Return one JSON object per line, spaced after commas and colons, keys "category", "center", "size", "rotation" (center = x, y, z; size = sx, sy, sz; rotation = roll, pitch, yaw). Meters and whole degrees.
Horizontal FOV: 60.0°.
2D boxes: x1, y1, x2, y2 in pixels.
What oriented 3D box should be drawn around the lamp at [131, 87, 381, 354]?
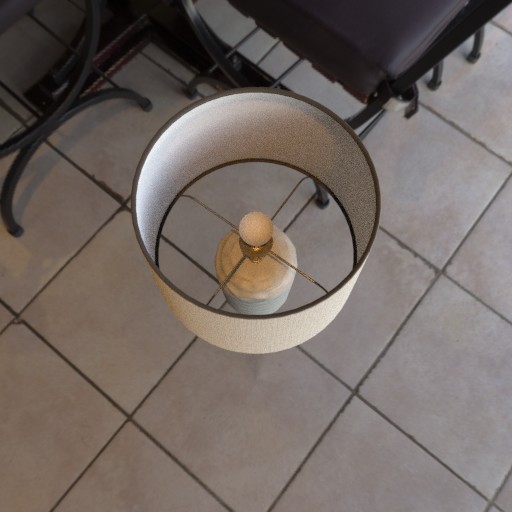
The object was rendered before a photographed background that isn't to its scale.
{"category": "lamp", "center": [0.000, 0.000, 0.860], "size": [0.376, 0.594, 0.376], "rotation": [0, 74, 0]}
